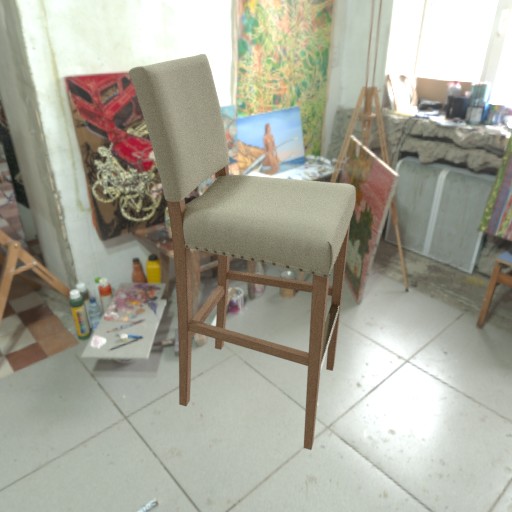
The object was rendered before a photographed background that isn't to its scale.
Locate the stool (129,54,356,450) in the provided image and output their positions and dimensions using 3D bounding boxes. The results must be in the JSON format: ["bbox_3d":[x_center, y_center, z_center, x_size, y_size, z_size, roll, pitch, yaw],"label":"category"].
[{"bbox_3d":[0.000,0.000,1.421,0.546,1.143,0.428,10,31,16],"label":"stool"}]
